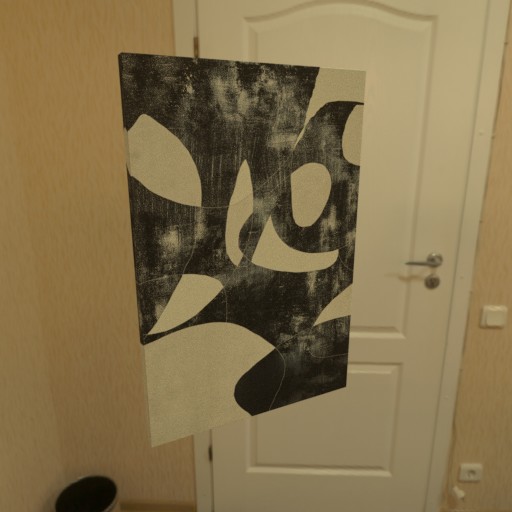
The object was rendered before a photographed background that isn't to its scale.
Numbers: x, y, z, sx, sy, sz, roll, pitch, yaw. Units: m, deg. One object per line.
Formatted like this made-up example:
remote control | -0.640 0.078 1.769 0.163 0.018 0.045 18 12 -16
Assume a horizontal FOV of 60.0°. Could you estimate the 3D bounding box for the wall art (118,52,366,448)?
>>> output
wall art | 0.000 0.000 1.139 0.610 0.915 0.041 -8 18 -26
